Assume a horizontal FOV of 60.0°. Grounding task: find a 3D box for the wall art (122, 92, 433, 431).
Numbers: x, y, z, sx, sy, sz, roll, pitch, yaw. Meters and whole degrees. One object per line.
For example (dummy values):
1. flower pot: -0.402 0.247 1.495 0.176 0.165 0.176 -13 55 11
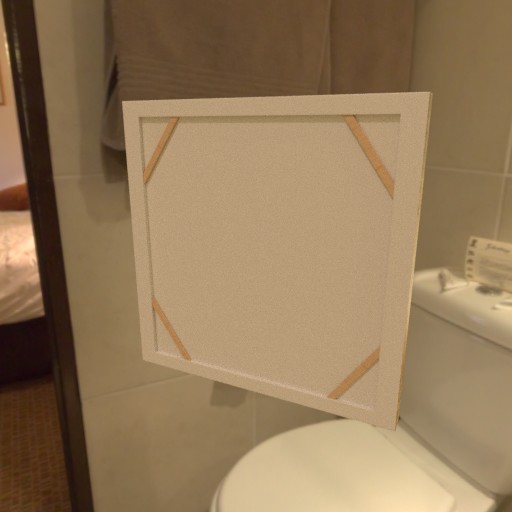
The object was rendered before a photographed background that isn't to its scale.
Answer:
1. wall art: 0.000 0.000 0.905 0.610 0.610 0.038 8 18 25
